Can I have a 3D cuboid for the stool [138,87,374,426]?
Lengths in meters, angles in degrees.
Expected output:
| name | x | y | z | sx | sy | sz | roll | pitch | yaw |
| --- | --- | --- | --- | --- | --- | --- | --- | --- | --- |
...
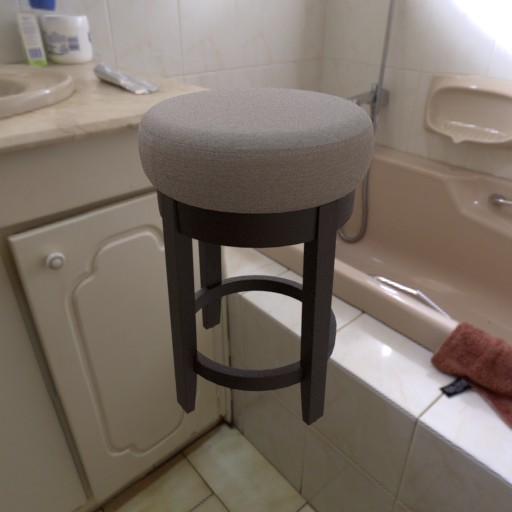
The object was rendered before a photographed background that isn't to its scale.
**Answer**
| name | x | y | z | sx | sy | sz | roll | pitch | yaw |
| --- | --- | --- | --- | --- | --- | --- | --- | --- | --- |
| stool | 0.000 | 0.000 | 0.987 | 0.443 | 0.672 | 0.443 | 0 | 31 | 0 |
